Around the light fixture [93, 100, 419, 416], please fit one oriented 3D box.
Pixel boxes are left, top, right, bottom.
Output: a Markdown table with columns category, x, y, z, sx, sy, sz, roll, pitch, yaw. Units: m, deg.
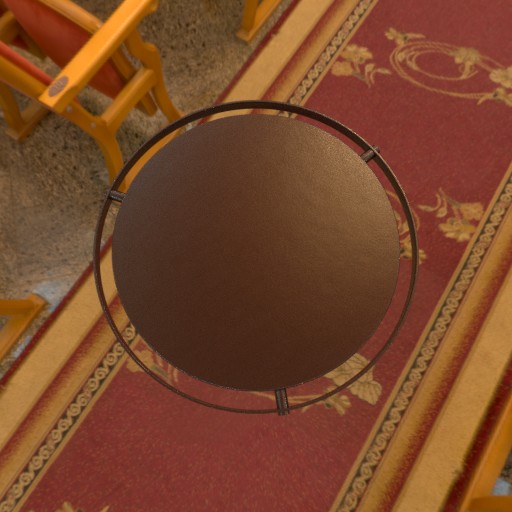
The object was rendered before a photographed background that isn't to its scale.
| category | x | y | z | sx | sy | sz | roll | pitch | yaw |
| --- | --- | --- | --- | --- | --- | --- | --- | --- | --- |
| light fixture | 0.000 | 0.000 | 0.550 | 0.361 | 0.130 | 0.361 | 0 | 75 | 0 |
